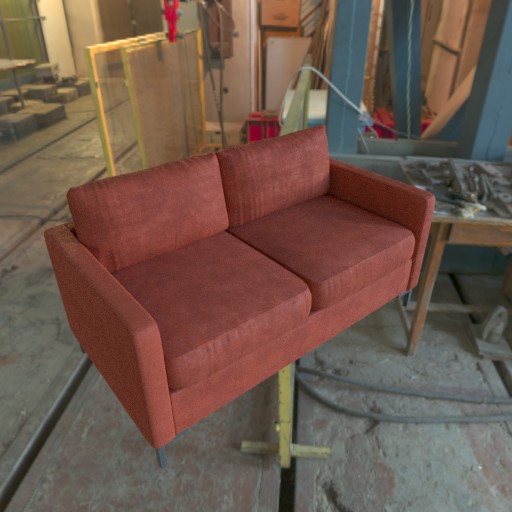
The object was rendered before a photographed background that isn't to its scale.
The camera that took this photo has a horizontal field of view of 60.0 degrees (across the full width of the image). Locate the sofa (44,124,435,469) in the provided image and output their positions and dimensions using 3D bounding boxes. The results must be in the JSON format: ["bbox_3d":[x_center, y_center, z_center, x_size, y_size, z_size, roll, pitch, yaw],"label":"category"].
[{"bbox_3d":[0.000,0.000,2.061,1.574,0.896,0.864,-23,37,-33],"label":"sofa"}]
